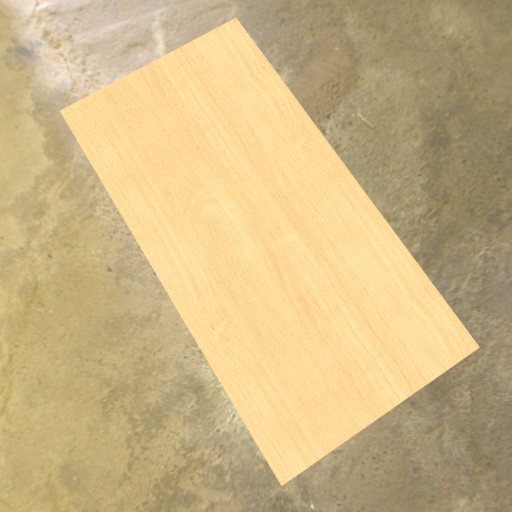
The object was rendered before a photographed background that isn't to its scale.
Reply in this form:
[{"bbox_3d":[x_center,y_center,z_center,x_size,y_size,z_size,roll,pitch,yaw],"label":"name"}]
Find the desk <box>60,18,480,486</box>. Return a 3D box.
[{"bbox_3d":[0.000,0.000,1.480,0.560,0.735,1.097,-32,78,-7],"label":"desk"}]
